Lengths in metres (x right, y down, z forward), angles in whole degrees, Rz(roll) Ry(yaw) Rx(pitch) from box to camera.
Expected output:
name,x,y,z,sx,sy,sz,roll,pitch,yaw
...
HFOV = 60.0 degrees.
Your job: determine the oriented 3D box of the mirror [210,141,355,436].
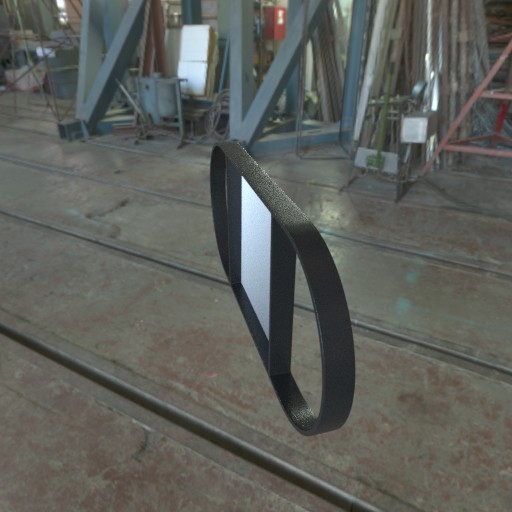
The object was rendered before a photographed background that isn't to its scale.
name,x,y,z,sx,sy,sz,roll,pitch,yaw
mirror,0.000,0.000,0.665,0.032,0.254,0.584,-8,30,-14
